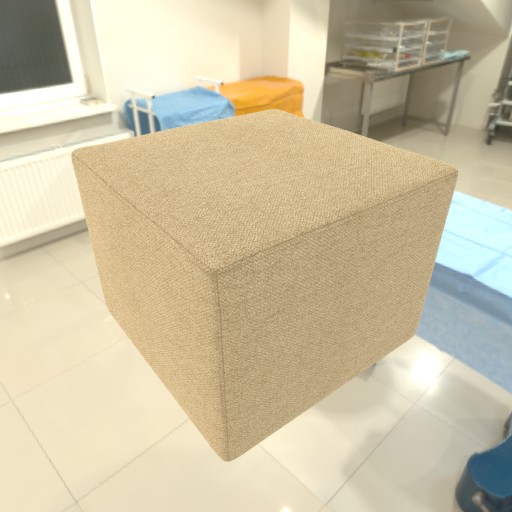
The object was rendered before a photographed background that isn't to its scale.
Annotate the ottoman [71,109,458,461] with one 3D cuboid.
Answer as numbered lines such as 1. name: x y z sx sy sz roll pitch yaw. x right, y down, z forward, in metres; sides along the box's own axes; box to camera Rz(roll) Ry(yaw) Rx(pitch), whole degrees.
1. ottoman: 0.000 0.000 0.885 0.508 0.432 0.508 -22 39 -31
